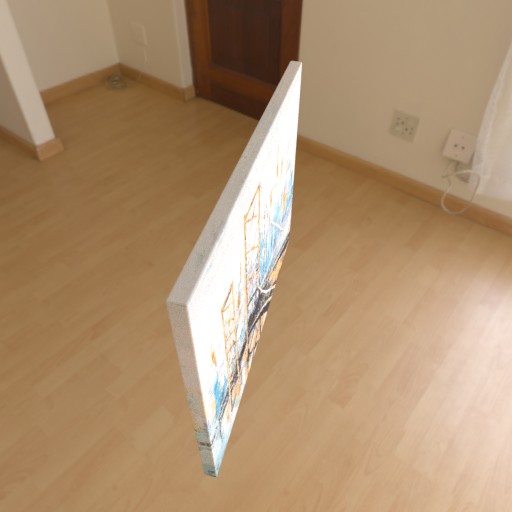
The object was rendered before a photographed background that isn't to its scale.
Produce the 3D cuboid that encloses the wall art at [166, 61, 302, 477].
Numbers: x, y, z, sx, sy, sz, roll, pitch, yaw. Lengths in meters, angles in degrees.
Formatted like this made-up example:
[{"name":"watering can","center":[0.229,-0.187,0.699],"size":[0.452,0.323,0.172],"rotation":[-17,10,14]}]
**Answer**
[{"name":"wall art","center":[0.000,0.000,1.321],"size":[0.038,0.762,1.016],"rotation":[10,46,10]}]
